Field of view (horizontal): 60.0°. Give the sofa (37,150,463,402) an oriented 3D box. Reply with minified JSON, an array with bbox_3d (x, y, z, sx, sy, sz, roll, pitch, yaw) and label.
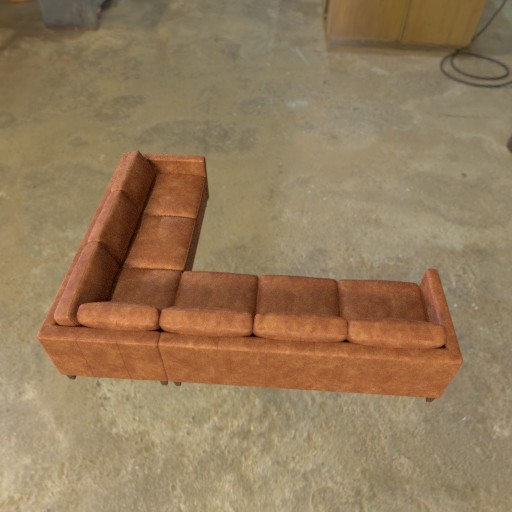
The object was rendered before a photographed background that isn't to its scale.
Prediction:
[{"bbox_3d":[0.000,0.000,4.255,3.167,0.838,2.438,3,47,3],"label":"sofa"}]
